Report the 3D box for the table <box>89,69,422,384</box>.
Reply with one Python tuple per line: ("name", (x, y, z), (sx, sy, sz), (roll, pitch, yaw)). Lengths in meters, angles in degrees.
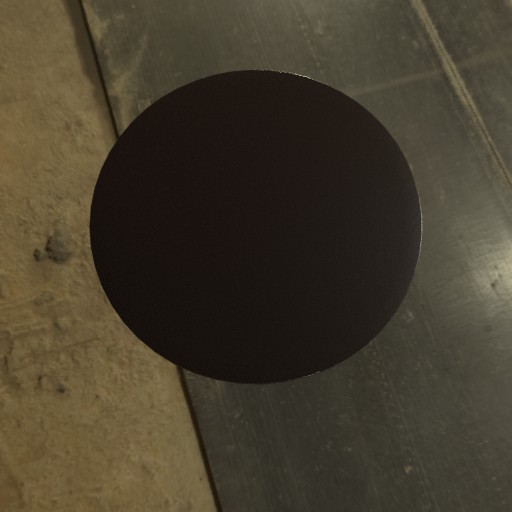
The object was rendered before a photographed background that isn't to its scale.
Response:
("table", (0.000, 0.000, 1.093), (0.597, 0.618, 0.597), (0, 75, 0))
